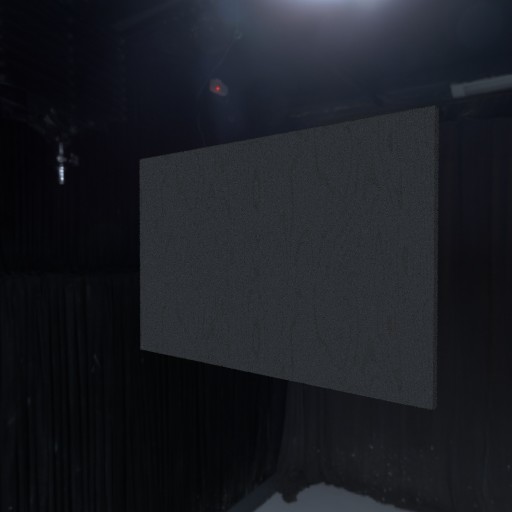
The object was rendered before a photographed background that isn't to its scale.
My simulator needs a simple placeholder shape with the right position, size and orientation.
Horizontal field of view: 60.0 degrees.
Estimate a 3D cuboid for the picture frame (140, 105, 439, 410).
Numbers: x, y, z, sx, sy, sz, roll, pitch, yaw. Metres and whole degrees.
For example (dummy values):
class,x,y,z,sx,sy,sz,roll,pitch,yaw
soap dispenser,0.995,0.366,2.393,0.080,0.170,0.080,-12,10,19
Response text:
class,x,y,z,sx,sy,sz,roll,pitch,yaw
picture frame,0.000,0.000,1.224,0.950,0.640,0.029,1,1,36
